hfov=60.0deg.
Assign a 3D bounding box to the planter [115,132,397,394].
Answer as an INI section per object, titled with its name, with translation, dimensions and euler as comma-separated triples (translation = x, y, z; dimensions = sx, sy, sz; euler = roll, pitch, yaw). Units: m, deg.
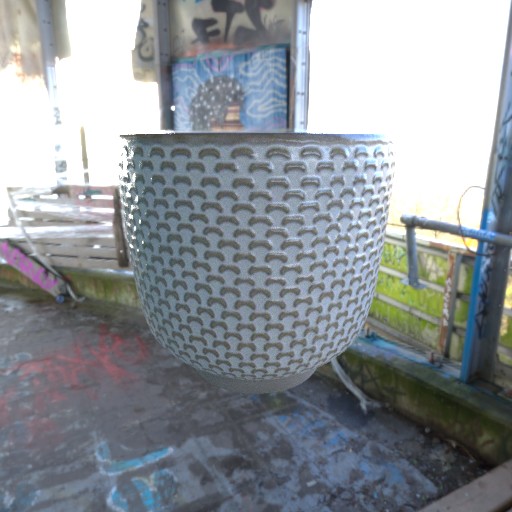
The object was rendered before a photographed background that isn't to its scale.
[planter]
translation = 0.000, 0.000, 0.302
dimensions = 0.173, 0.160, 0.173
euler = 0, 15, 0
